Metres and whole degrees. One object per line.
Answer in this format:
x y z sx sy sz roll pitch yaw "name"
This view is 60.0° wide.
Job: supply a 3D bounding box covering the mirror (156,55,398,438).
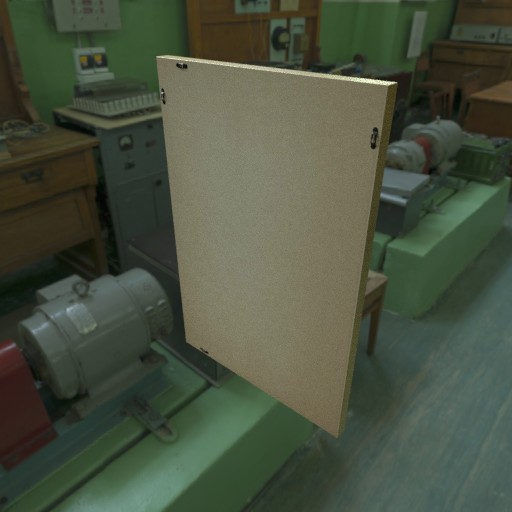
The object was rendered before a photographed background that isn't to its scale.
0.000 0.000 1.158 0.609 0.915 0.041 23 38 33 "mirror"
